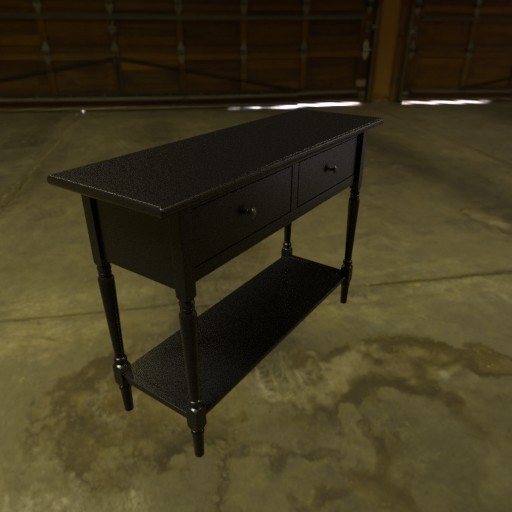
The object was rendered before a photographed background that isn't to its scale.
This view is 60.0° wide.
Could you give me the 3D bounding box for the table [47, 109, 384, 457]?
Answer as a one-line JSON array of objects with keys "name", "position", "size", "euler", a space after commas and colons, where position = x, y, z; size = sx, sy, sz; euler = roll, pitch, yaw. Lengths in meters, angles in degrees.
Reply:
[{"name": "table", "position": [0.000, 0.000, 1.571], "size": [0.386, 0.819, 1.191], "euler": [18, 32, 31]}]
